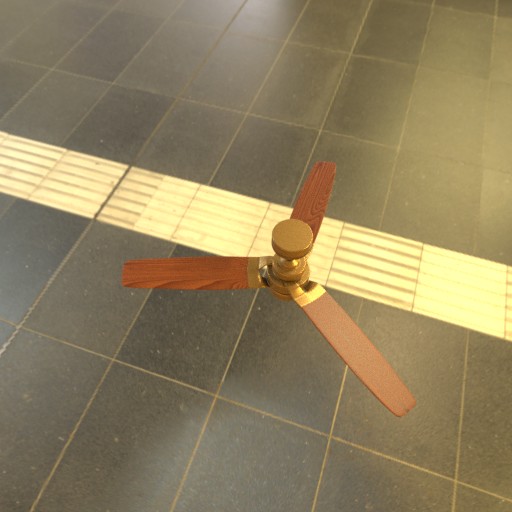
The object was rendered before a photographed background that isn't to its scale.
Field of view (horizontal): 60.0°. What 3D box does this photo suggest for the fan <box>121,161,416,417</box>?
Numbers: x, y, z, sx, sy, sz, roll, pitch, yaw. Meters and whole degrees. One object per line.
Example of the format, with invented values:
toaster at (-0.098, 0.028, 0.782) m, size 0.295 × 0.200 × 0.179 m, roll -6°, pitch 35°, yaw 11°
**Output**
fan at (0.000, 0.000, 2.055) m, size 1.271 × 0.425 × 1.416 m, roll 0°, pitch 56°, yaw 0°
